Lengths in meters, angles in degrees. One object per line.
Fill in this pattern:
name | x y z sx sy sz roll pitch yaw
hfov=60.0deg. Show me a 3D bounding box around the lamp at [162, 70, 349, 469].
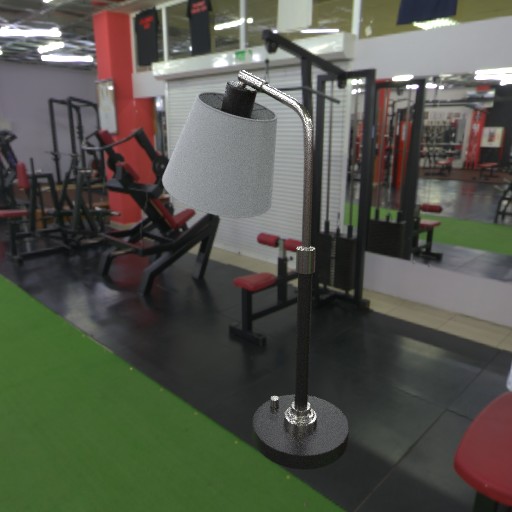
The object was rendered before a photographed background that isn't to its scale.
lamp | 0.000 0.000 0.687 0.181 0.539 0.348 -15 22 -41
